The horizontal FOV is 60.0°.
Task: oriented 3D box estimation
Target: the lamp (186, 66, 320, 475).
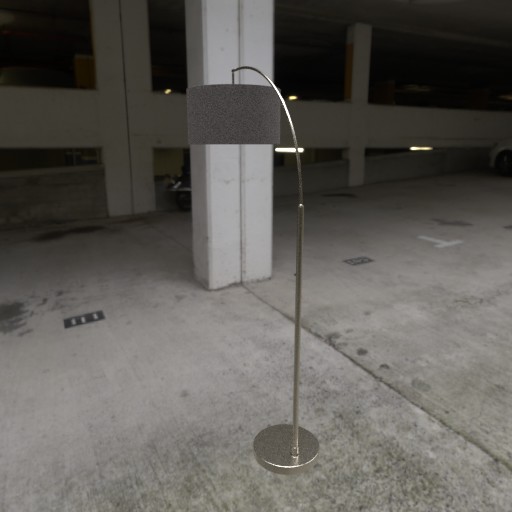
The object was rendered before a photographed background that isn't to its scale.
[{"bbox_3d":[0.000,0.000,2.123,0.452,1.735,0.934,-7,16,-26],"label":"lamp"}]
